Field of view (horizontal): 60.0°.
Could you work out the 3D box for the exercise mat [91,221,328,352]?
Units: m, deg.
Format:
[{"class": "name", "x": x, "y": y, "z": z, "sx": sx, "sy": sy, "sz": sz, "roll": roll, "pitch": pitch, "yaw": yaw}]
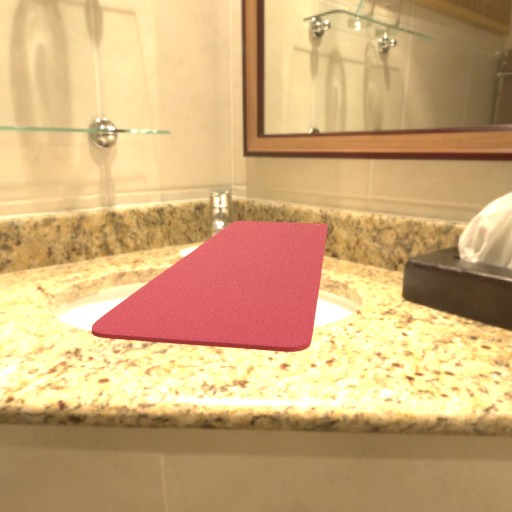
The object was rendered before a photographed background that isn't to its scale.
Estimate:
[{"class": "exercise mat", "x": 0.000, "y": 0.000, "z": 2.051, "sx": 0.616, "sy": 0.021, "sz": 1.884, "roll": 3, "pitch": 14, "yaw": 10}]
